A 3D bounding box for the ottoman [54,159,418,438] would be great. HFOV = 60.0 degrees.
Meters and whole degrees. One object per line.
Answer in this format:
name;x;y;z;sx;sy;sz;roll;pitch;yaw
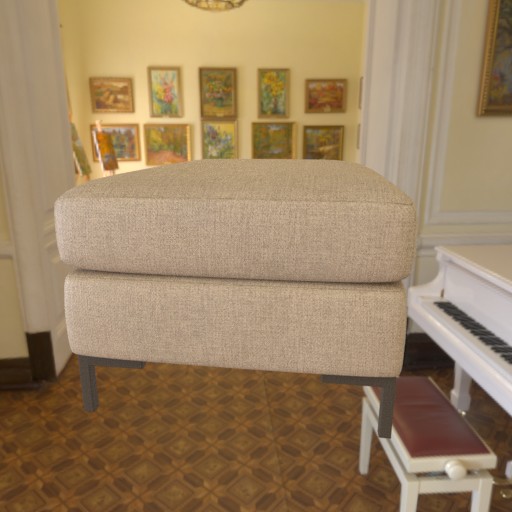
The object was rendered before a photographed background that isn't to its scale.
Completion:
ottoman;0.000;0.000;1.182;0.671;0.490;0.820;2;15;8
